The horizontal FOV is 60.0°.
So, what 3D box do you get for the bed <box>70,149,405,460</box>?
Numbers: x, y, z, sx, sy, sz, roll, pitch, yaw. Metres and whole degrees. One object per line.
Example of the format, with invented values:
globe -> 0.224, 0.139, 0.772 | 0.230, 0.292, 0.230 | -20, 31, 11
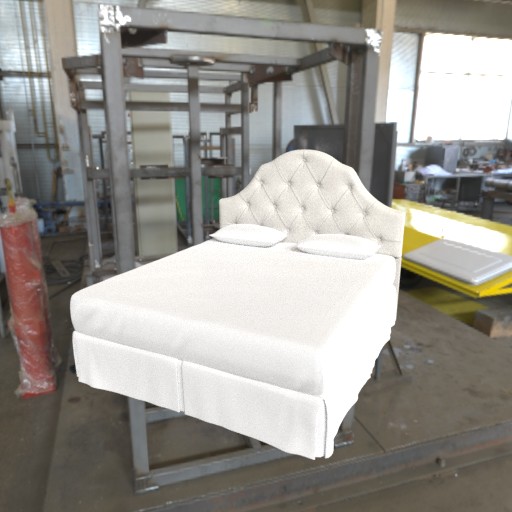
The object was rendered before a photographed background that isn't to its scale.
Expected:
bed -> 0.000, 0.000, 3.595 | 2.008, 1.615, 2.214 | 8, 17, 26
